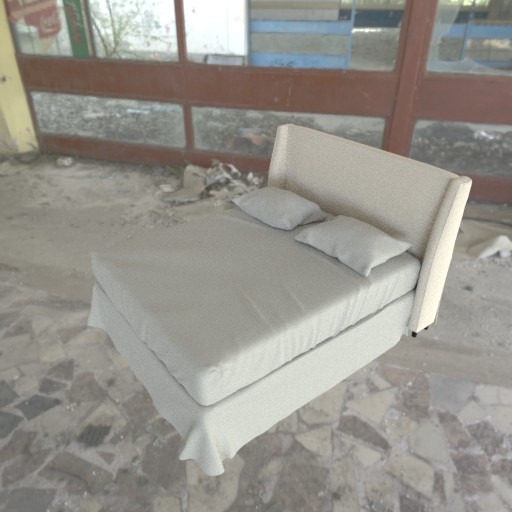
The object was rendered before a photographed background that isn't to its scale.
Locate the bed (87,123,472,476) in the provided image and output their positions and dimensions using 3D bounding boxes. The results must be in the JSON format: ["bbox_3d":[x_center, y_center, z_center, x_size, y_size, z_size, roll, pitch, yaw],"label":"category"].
[{"bbox_3d":[0.000,0.000,3.383,2.276,1.332,1.925,-21,37,-32],"label":"bed"}]
